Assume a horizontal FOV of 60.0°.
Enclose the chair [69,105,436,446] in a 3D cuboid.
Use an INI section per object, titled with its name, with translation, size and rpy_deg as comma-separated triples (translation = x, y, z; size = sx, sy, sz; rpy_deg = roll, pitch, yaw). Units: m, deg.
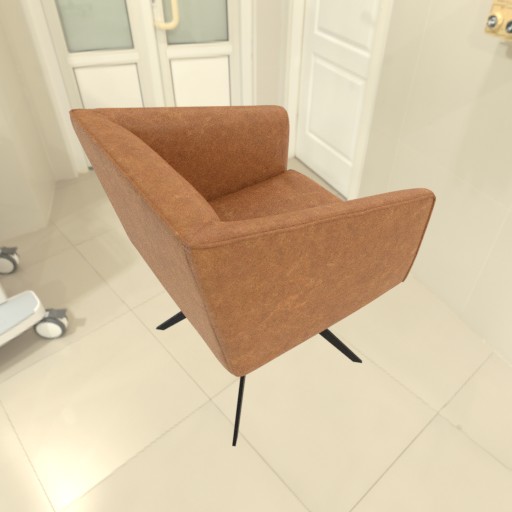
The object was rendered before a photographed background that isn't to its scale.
[chair]
translation = 0.000, 0.000, 1.180
size = 0.625, 0.760, 0.588
rpy_deg = -24, 47, -25
